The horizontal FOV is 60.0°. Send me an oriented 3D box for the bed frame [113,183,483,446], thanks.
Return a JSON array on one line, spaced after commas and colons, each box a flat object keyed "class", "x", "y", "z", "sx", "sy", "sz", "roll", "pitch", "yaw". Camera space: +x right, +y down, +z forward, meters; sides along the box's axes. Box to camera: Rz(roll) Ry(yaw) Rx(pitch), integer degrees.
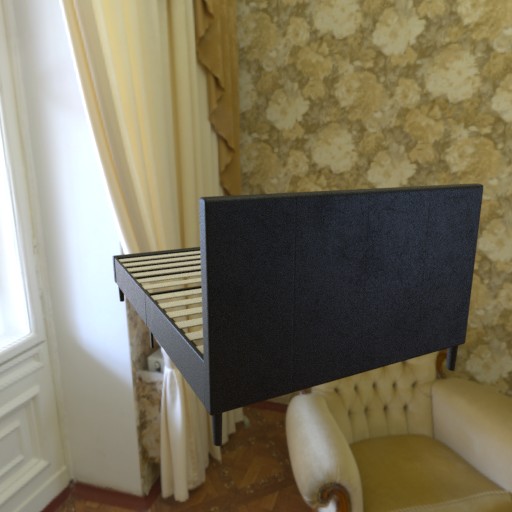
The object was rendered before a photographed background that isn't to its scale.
[{"class": "bed frame", "x": 0.000, "y": 0.000, "z": 3.202, "sx": 1.634, "sy": 1.127, "sz": 2.318, "roll": -7, "pitch": 15, "yaw": -26}]
